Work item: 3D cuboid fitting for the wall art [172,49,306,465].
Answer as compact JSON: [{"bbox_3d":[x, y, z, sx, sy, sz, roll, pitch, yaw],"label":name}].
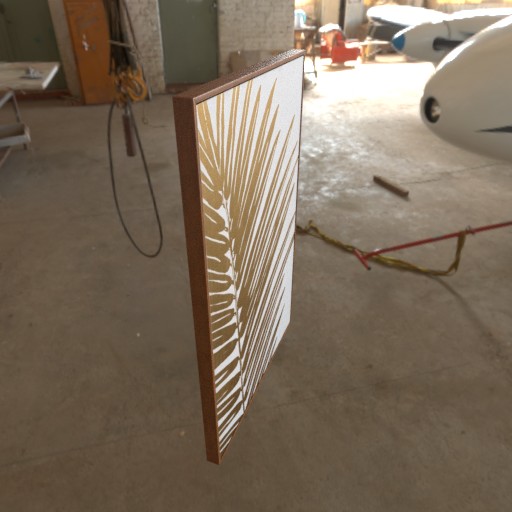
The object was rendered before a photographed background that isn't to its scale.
[{"bbox_3d":[0.000,0.000,1.153,0.037,0.914,0.610,12,33,18],"label":"wall art"}]
